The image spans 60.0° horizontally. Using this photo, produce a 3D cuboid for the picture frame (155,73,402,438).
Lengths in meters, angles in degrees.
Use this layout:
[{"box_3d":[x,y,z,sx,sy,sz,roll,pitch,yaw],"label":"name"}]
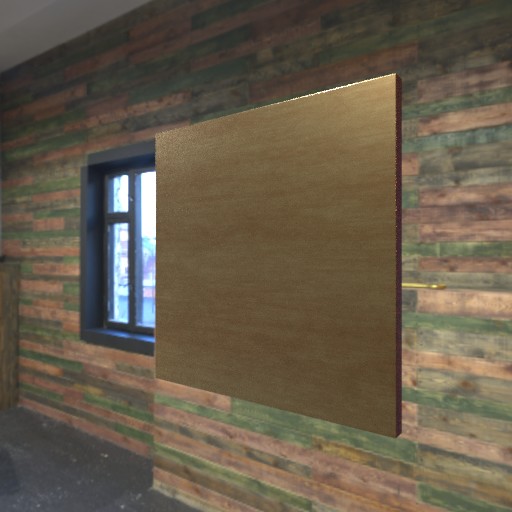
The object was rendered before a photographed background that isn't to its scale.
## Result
[{"box_3d":[0.000,0.000,1.166,0.758,0.761,0.037,0,0,37],"label":"picture frame"}]
